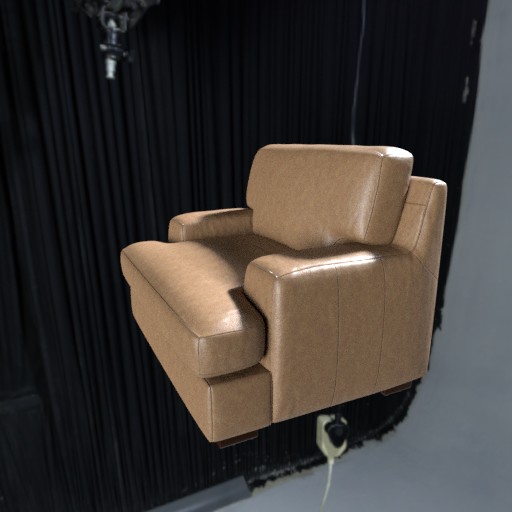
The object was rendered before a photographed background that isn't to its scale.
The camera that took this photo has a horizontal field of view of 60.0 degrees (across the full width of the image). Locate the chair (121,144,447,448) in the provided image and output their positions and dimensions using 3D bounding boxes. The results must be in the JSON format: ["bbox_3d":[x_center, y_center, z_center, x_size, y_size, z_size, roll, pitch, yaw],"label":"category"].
[{"bbox_3d":[0.000,0.000,2.011,1.050,0.978,1.276,-7,16,-25],"label":"chair"}]
